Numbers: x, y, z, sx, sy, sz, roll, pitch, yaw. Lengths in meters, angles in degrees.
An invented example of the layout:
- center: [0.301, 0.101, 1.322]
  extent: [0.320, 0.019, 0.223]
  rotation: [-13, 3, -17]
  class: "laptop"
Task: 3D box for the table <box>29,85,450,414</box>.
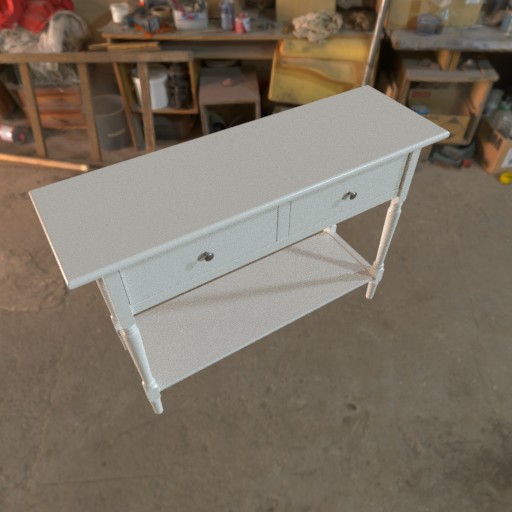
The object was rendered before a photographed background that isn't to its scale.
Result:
- center: [0.000, 0.000, 1.574]
  extent: [1.191, 0.814, 0.386]
  rotation: [-24, 51, -21]
  class: "table"
